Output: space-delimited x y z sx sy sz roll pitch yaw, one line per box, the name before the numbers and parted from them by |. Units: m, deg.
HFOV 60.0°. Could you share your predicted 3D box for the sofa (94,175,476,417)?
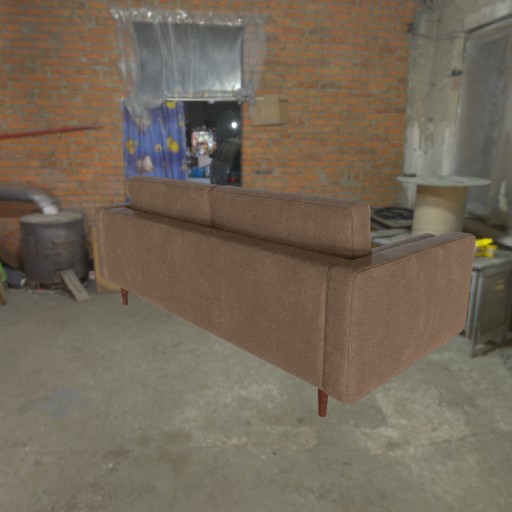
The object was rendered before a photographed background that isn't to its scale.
sofa | 0.000 0.000 2.297 0.920 0.769 1.883 -13 20 -41
